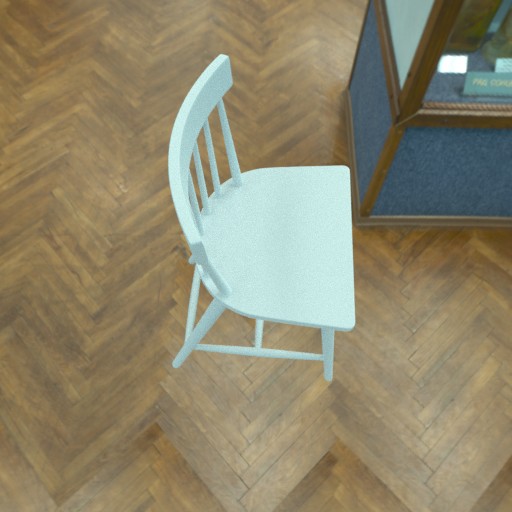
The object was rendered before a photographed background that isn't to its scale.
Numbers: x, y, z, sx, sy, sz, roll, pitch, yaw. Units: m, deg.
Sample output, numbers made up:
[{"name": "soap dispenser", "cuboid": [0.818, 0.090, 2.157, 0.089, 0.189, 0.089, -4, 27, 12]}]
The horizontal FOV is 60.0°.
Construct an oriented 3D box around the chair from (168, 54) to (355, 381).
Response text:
[{"name": "chair", "cuboid": [0.000, 0.000, 1.260, 0.572, 0.952, 0.483, 4, 62, 2]}]
